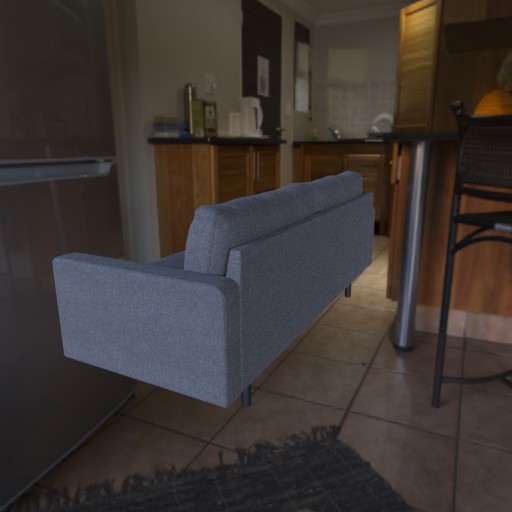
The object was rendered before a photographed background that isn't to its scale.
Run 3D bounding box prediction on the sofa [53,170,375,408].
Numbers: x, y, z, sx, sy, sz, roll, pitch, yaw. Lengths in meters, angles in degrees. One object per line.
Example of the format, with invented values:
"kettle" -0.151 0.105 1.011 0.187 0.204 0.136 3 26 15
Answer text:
"sofa" 0.000 0.000 2.584 0.880 0.880 2.100 8 17 27
